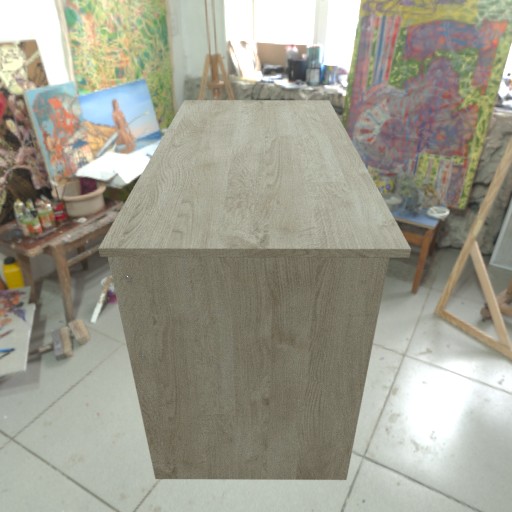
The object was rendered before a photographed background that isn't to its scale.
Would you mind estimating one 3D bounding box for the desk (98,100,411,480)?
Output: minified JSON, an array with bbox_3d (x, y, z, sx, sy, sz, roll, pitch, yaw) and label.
[{"bbox_3d":[0.000,0.000,1.450,0.560,0.730,1.096,0,33,0],"label":"desk"}]
